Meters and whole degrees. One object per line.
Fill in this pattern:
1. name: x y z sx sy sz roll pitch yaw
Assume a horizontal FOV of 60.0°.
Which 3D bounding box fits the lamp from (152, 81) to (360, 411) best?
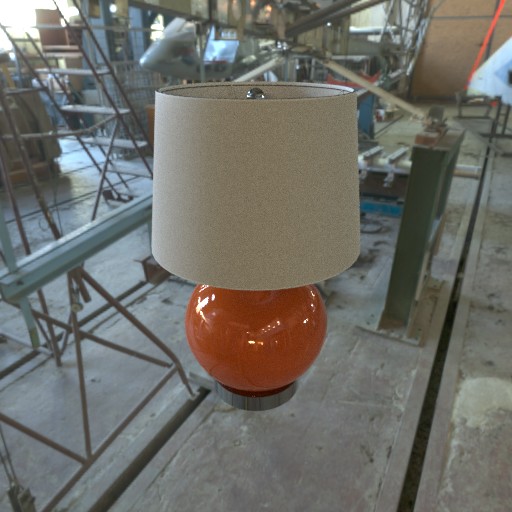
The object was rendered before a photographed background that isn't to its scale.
1. lamp: 0.000 0.000 0.544 0.247 0.387 0.247 0 25 0
